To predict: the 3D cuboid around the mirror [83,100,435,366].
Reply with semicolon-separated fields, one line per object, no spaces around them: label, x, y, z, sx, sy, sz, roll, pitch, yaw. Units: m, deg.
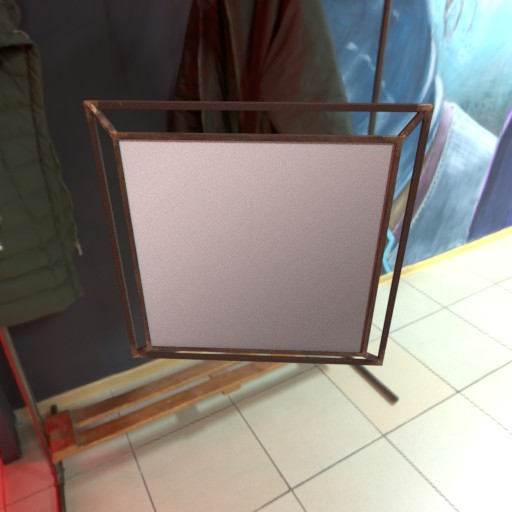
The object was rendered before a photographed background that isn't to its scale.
mirror;0.000;0.000;0.919;0.610;0.610;0.032;1;31;2
